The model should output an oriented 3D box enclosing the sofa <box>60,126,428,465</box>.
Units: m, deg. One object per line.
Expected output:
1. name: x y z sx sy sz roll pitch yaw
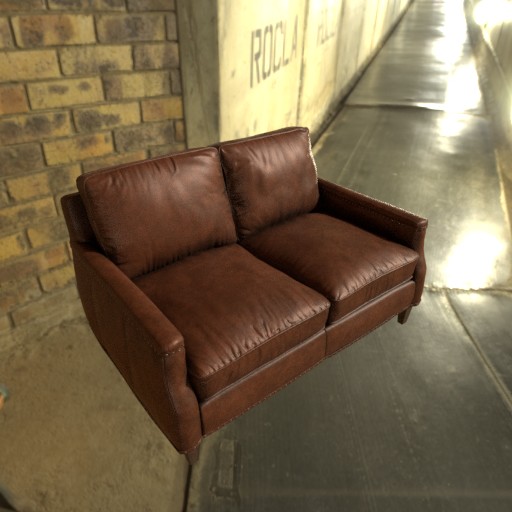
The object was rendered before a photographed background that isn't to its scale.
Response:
1. sofa: 0.000 0.000 2.292 1.628 1.003 1.083 -22 37 -32
